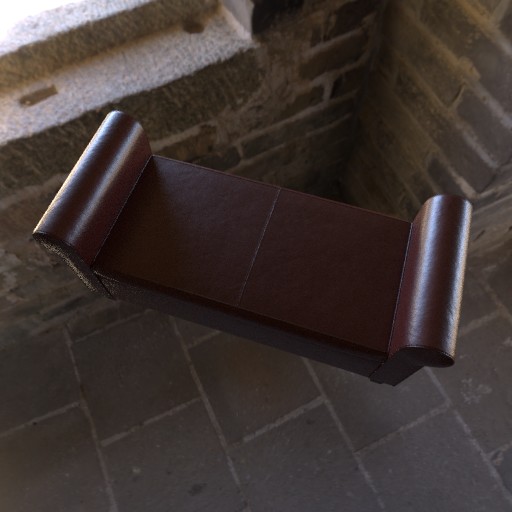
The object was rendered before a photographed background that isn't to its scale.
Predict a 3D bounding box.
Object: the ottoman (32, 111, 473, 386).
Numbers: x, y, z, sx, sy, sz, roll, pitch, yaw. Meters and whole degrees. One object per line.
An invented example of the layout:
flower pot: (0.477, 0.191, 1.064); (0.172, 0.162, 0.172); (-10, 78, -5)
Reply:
ottoman: (0.000, 0.000, 1.550); (1.256, 0.547, 0.521); (16, 64, 8)
